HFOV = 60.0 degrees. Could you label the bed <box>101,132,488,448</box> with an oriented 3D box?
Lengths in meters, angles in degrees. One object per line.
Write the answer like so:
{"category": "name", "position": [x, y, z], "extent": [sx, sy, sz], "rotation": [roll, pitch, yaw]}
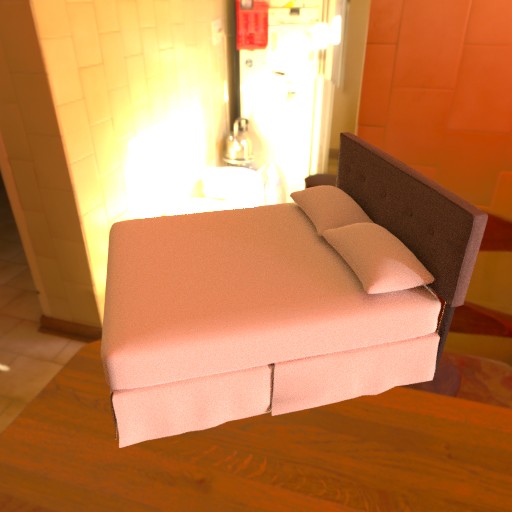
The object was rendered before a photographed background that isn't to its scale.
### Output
{"category": "bed", "position": [0.000, 0.000, 2.826], "extent": [1.894, 1.089, 1.610], "rotation": [-7, 31, -12]}
